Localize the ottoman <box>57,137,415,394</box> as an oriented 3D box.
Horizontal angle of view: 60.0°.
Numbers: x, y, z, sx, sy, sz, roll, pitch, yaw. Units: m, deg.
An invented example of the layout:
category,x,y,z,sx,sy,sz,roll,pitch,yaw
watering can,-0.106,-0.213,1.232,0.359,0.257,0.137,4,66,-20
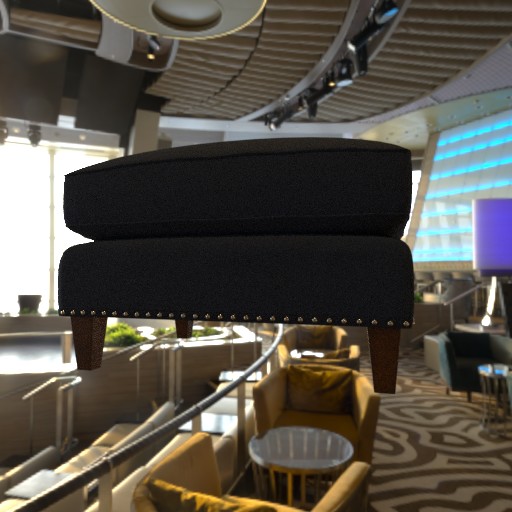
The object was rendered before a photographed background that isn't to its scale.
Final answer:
category,x,y,z,sx,sy,sz,roll,pitch,yaw
ottoman,0.000,0.000,1.134,0.741,0.513,0.584,-1,-2,17
